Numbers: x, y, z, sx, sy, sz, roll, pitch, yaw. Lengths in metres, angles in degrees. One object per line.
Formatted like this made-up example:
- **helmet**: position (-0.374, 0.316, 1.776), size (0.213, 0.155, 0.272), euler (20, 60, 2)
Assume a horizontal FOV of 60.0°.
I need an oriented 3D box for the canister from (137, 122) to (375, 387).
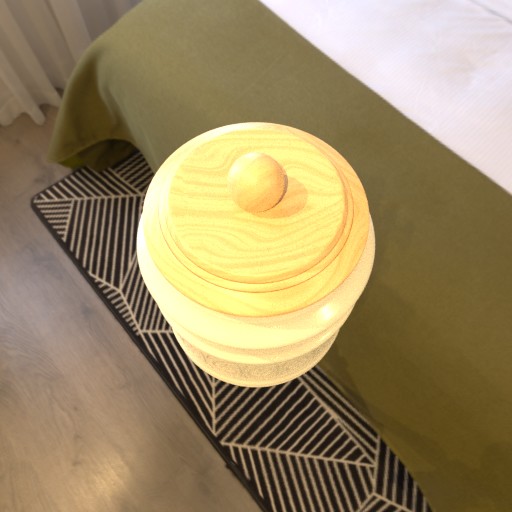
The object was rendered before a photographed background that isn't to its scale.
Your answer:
- **canister**: position (0.000, 0.000, 0.269), size (0.130, 0.176, 0.130), euler (0, 64, 0)
